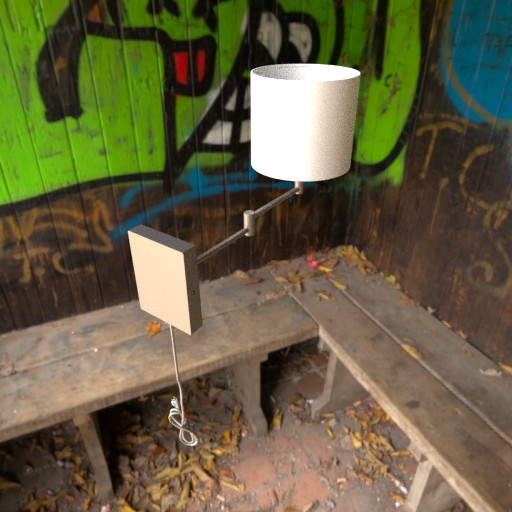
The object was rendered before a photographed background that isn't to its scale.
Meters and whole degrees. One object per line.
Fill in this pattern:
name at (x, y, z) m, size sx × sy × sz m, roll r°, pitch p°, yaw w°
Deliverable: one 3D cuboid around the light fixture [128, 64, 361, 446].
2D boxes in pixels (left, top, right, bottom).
light fixture at (0.000, 0.000, 0.887) m, size 0.203 × 0.651 × 0.516 m, roll 20°, pitch 37°, yaw 30°
